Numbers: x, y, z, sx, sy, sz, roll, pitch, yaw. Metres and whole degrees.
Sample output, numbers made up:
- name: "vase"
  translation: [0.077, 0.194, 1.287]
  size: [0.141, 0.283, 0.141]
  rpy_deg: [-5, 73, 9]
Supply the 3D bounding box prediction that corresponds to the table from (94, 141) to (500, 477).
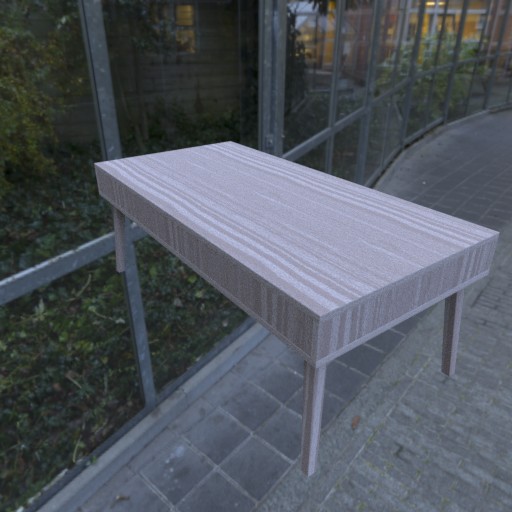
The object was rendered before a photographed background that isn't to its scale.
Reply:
- name: "table"
  translation: [0.000, 0.000, 1.458]
  size: [0.600, 0.450, 1.200]
  rpy_deg: [-18, 33, -32]
